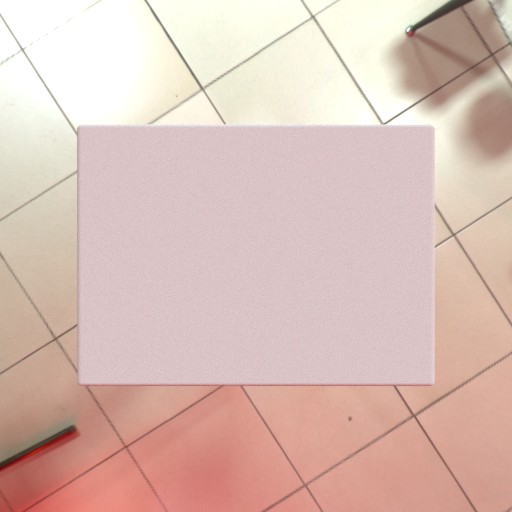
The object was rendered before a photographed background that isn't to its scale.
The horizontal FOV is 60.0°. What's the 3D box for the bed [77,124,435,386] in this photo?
[{"bbox_3d":[0.000,0.000,2.813,2.050,0.593,1.529,0,90,0],"label":"bed"}]
